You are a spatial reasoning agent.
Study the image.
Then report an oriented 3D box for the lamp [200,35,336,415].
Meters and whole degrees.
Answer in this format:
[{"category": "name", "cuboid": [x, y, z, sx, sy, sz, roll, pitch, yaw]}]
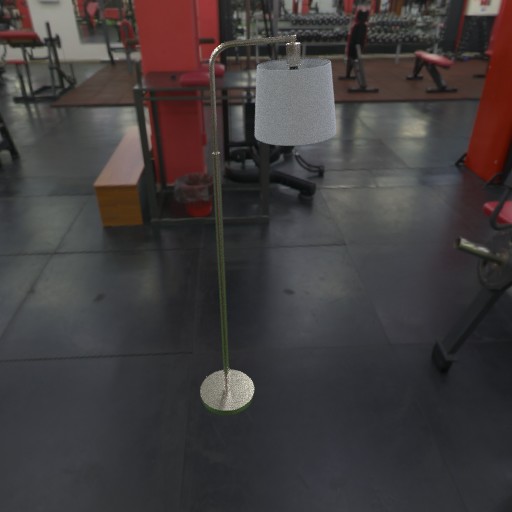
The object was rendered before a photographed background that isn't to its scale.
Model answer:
[{"category": "lamp", "cuboid": [0.000, 0.000, 1.653, 0.508, 1.478, 0.254, 0, 32, -1]}]
